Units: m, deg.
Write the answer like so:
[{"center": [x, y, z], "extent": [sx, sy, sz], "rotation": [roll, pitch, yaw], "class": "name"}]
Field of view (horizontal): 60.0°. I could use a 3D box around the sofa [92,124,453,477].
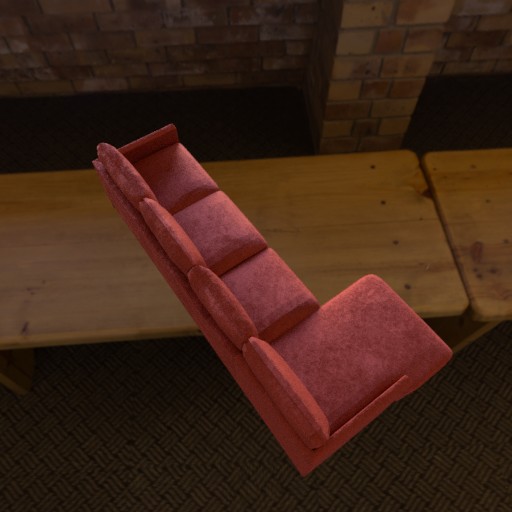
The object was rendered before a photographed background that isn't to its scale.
[{"center": [0.000, 0.000, 4.041], "extent": [1.500, 0.967, 3.400], "rotation": [-32, 64, -18], "class": "sofa"}]
